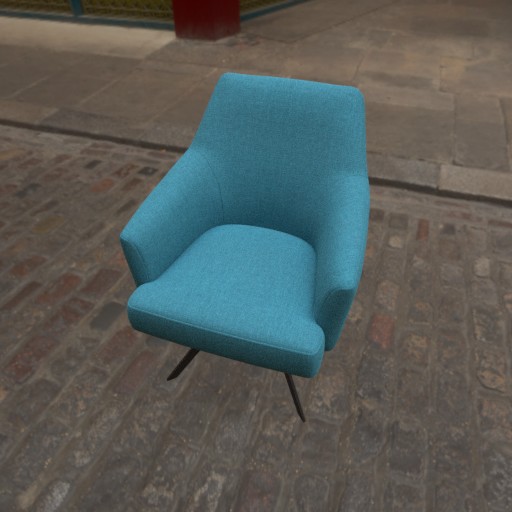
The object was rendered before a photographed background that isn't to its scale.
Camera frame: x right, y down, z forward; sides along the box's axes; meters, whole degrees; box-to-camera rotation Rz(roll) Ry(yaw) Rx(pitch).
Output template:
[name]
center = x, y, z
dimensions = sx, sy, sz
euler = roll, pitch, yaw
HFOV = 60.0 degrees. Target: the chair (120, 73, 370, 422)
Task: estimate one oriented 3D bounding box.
[chair]
center = 0.000, 0.000, 1.366
dimensions = 0.642, 0.874, 0.677
euler = 12, 42, 14
